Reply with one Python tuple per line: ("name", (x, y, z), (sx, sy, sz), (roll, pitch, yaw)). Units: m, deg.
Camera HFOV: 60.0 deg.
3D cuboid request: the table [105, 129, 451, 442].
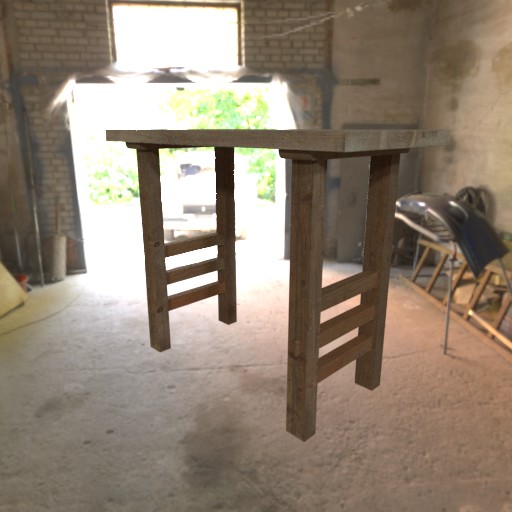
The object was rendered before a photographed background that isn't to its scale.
("table", (0.000, 0.000, 1.666), (0.556, 0.914, 1.119), (-15, 22, -43))
